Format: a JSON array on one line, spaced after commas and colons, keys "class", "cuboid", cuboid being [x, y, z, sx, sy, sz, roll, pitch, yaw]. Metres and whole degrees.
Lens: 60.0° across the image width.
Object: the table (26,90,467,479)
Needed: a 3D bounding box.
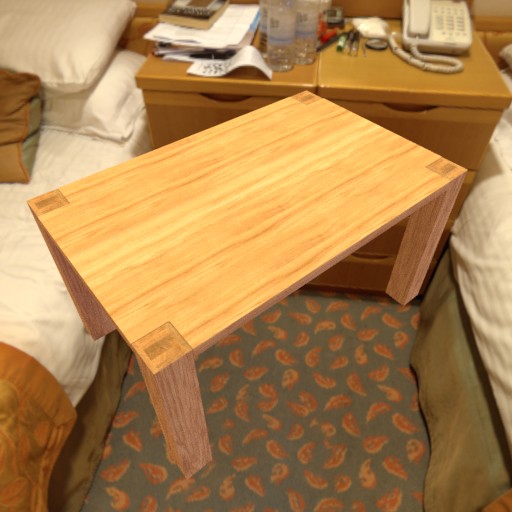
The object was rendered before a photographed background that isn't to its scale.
[{"class": "table", "cuboid": [0.000, 0.000, 1.927, 1.400, 0.760, 0.900, -30, 53, -27]}]
